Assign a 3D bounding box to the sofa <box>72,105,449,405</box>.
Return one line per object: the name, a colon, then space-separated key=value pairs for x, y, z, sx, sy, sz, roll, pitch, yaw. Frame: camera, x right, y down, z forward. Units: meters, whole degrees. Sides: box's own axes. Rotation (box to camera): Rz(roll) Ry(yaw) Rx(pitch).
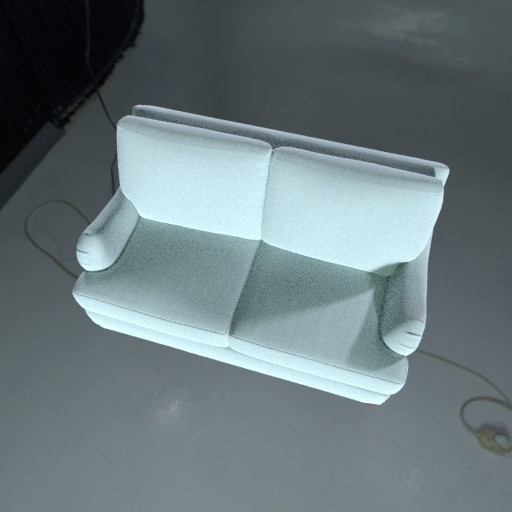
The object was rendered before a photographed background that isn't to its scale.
sofa: x=0.000 y=0.000 z=2.531 sx=1.853 sy=1.101 sz=1.084 roll=14 pitch=58 yaw=9
